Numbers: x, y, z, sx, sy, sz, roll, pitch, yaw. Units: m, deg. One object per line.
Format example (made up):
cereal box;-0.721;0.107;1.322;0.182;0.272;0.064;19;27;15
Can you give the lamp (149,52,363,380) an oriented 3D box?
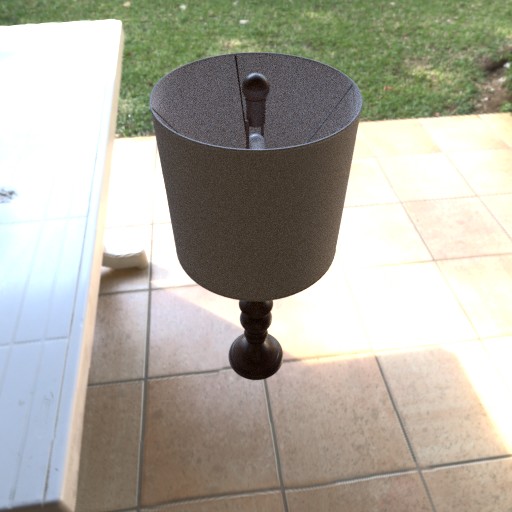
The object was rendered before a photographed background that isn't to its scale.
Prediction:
lamp;0.000;0.000;0.723;0.250;0.597;0.250;-10;46;-10
